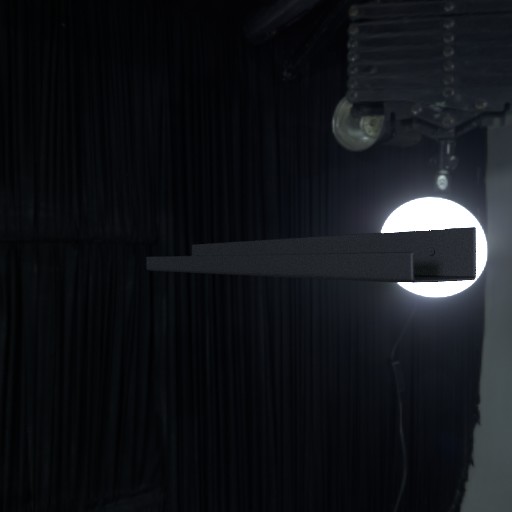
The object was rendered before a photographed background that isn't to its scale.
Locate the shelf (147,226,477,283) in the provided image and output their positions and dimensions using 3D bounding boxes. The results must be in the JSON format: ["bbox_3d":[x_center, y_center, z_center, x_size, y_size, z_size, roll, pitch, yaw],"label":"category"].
[{"bbox_3d":[0.000,0.000,0.650,0.102,0.053,0.605,0,-1,-35],"label":"shelf"}]
